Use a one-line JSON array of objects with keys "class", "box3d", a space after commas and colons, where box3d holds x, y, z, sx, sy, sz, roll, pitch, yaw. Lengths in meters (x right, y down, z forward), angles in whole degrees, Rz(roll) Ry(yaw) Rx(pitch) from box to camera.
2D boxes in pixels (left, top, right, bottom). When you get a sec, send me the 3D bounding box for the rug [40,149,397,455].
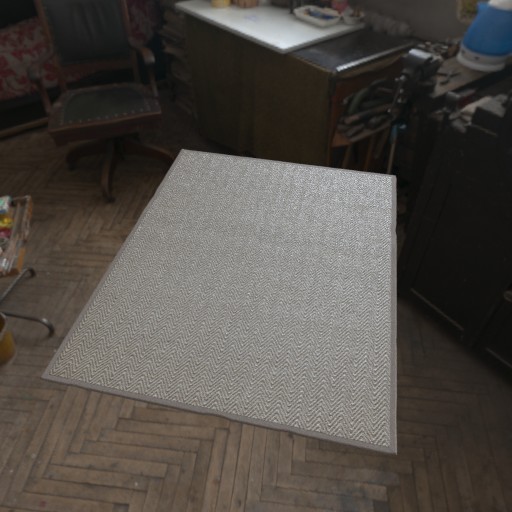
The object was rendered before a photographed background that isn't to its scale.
[{"class": "rug", "box3d": [0.000, 0.000, 3.934, 2.434, 0.032, 3.007, 9, 46, 9]}]
